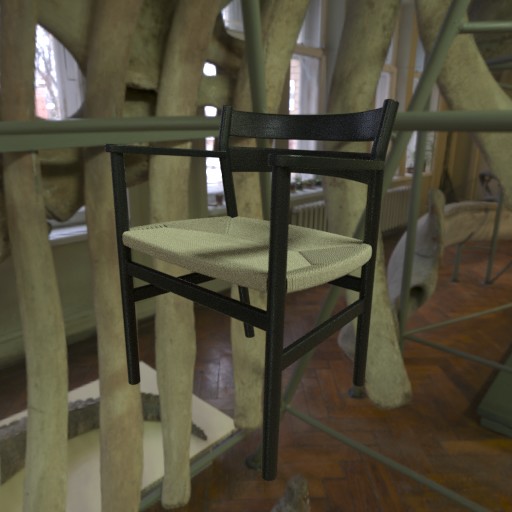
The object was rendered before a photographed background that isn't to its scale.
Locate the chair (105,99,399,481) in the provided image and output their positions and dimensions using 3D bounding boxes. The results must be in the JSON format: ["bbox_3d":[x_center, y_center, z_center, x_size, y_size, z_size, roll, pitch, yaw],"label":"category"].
[{"bbox_3d":[0.000,0.000,1.170,0.630,0.775,0.508,15,22,41],"label":"chair"}]
